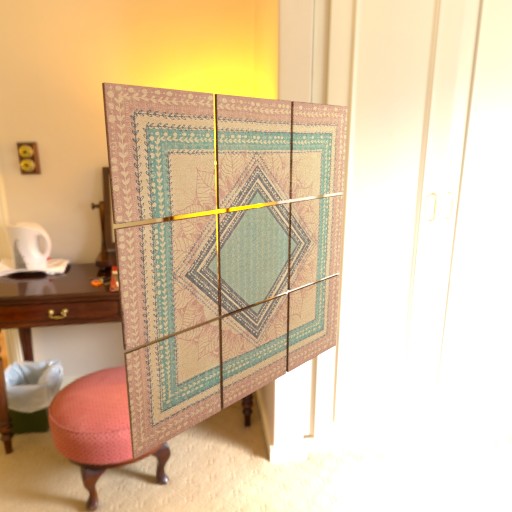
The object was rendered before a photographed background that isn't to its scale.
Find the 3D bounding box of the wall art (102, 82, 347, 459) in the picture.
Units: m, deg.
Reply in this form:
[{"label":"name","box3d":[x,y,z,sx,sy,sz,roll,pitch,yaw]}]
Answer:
[{"label":"wall art","box3d":[0.000,0.000,1.796,0.013,1.213,1.215,14,20,42]}]
